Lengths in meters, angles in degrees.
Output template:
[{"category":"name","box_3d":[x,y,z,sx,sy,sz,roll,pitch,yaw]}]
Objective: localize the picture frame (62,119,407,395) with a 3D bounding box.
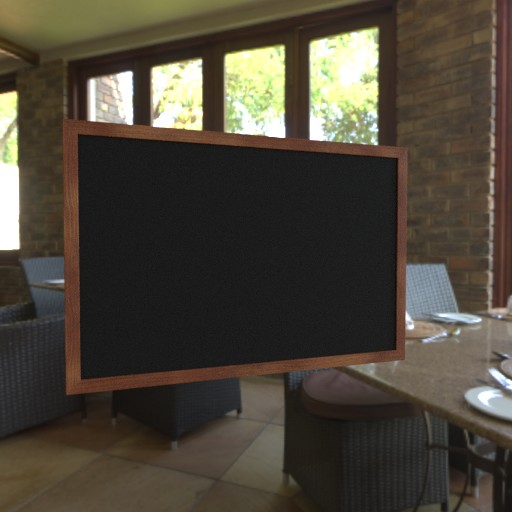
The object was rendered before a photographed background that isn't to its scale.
[{"category":"picture frame","box_3d":[0.000,0.000,1.195,0.950,0.640,0.029,-1,2,-19]}]
